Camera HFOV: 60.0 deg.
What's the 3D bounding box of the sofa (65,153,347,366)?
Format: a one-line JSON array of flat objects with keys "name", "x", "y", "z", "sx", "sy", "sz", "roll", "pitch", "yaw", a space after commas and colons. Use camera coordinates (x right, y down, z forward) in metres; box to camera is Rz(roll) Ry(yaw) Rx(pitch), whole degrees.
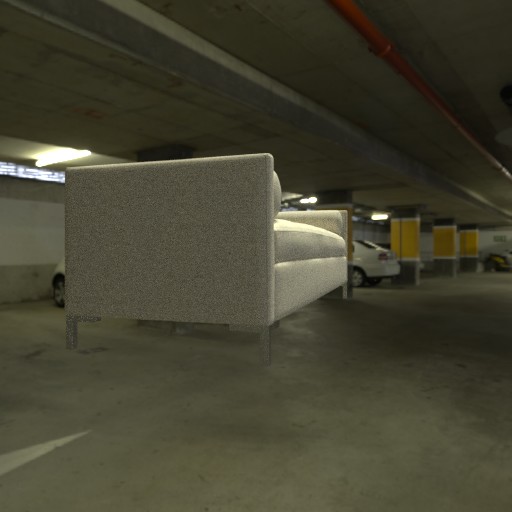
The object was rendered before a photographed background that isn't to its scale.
[{"name": "sofa", "x": 0.000, "y": 0.000, "z": 2.451, "sx": 0.797, "sy": 0.655, "sz": 2.102, "roll": 0, "pitch": 1, "yaw": 18}]
